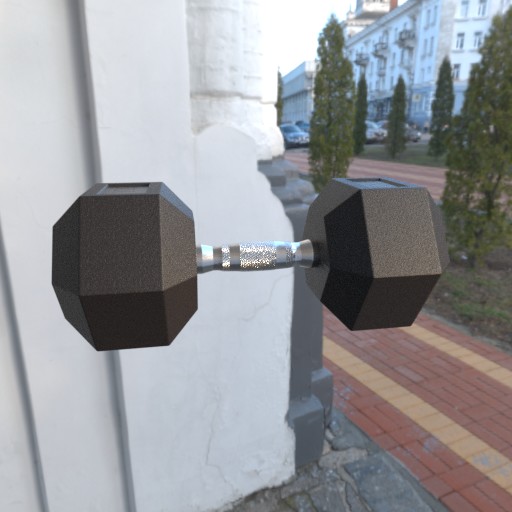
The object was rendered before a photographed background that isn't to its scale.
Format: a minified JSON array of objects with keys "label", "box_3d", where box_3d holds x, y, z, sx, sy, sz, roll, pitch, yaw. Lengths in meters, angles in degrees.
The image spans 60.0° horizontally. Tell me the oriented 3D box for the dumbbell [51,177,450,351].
[{"label":"dumbbell","box_3d":[0.000,0.000,0.471,0.384,0.150,0.173,-3,17,-9]}]
